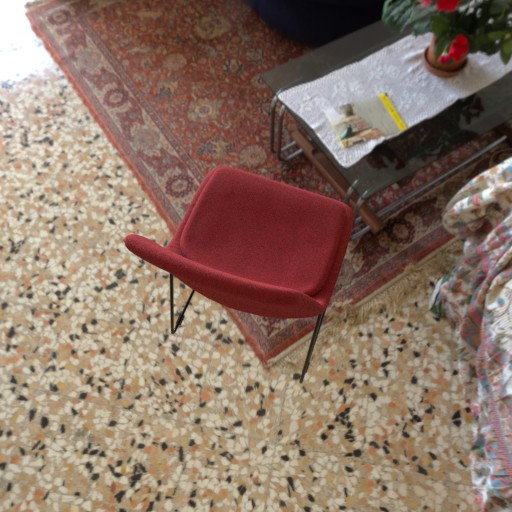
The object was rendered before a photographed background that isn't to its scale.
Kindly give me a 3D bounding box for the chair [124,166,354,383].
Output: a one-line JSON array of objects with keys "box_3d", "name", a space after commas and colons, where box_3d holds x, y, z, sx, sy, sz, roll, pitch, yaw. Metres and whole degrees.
[{"box_3d": [0.000, 0.000, 1.191, 0.479, 0.858, 0.518, 19, 66, 9], "name": "chair"}]
